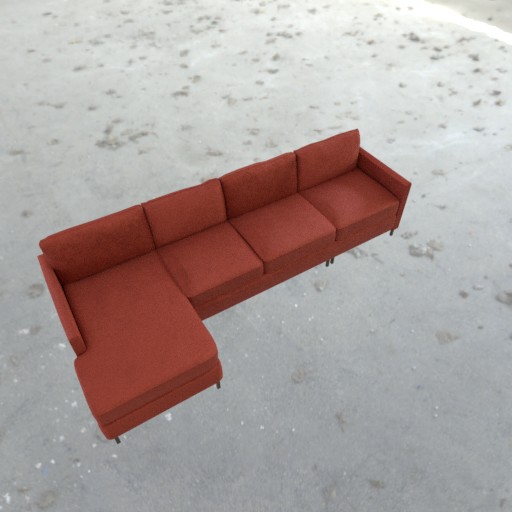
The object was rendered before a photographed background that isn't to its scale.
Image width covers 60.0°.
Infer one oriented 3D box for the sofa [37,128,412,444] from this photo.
[{"bbox_3d":[0.000,0.000,3.966,3.400,0.967,1.500,-24,51,-21],"label":"sofa"}]
